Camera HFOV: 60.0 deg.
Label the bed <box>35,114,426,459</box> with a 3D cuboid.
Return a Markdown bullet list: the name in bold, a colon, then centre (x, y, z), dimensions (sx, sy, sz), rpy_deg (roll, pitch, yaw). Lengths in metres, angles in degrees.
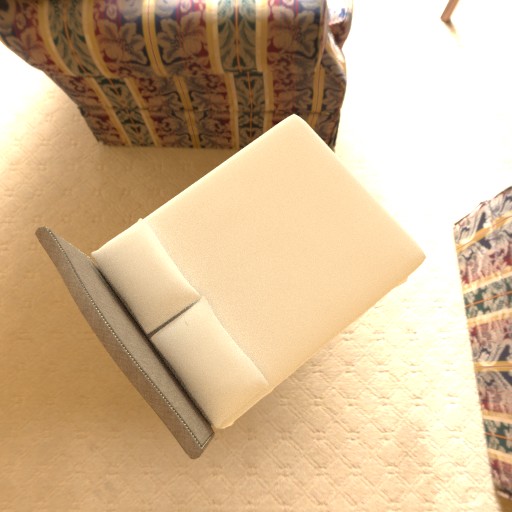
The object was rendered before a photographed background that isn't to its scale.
- **bed**: centre (0.000, 0.000, 3.232), dimensions (2.153, 1.518, 1.713), rpy_deg (-37, 78, -9)
